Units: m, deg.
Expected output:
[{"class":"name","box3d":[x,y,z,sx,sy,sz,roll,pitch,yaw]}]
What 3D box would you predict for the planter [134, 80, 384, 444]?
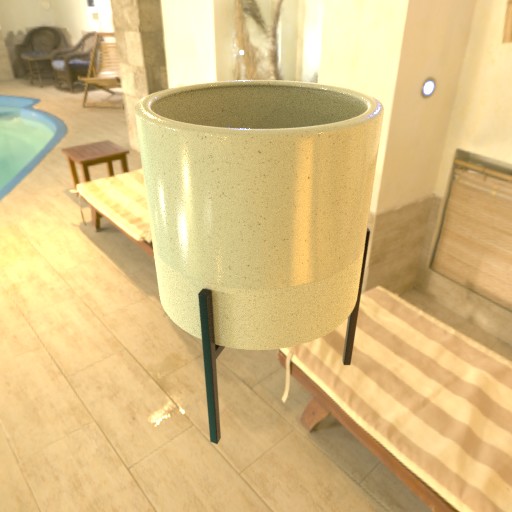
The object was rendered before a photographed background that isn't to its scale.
[{"class":"planter","box3d":[0.000,0.000,0.338,0.152,0.230,0.159,-20,36,-30]}]
